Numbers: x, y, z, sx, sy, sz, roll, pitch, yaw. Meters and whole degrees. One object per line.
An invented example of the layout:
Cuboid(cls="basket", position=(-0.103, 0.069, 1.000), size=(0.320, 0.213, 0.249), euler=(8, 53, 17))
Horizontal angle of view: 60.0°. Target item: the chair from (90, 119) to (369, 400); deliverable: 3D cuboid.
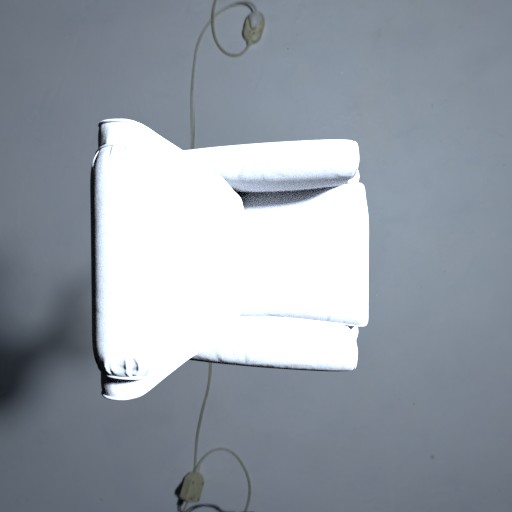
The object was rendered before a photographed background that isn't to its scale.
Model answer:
Cuboid(cls="chair", position=(0.000, 0.000, 1.684), size=(0.919, 1.046, 0.859), euler=(0, 92, 0))
